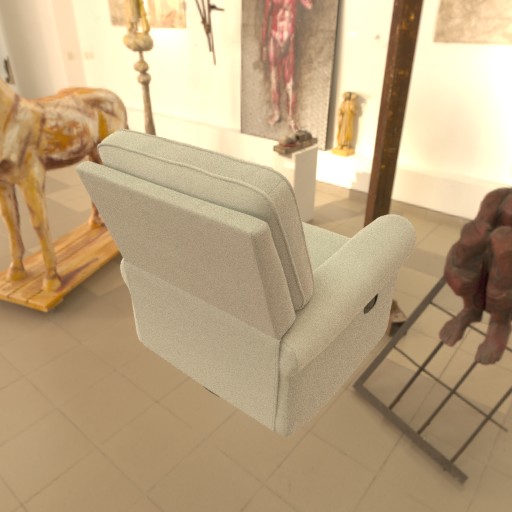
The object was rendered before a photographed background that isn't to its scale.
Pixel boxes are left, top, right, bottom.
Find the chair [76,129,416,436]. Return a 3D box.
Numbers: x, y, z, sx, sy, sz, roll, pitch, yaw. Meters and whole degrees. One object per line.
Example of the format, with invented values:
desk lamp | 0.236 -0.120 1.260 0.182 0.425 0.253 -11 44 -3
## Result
chair | 0.000 0.000 1.634 0.890 0.960 0.878 22 36 33
